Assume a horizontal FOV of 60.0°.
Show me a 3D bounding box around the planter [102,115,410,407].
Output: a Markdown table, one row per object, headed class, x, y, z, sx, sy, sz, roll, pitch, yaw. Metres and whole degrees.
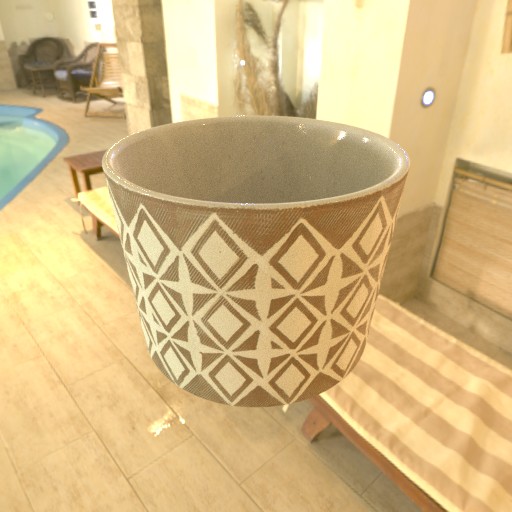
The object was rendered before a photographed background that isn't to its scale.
| class | x | y | z | sx | sy | sz | roll | pitch | yaw |
| --- | --- | --- | --- | --- | --- | --- | --- | --- | --- |
| planter | 0.000 | 0.000 | 0.444 | 0.260 | 0.220 | 0.260 | 0 | 30 | 0 |
